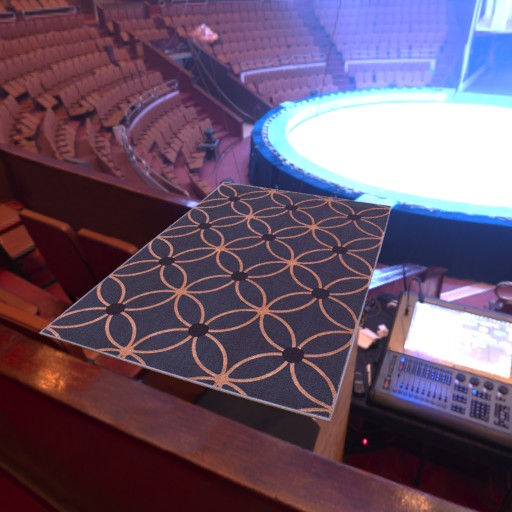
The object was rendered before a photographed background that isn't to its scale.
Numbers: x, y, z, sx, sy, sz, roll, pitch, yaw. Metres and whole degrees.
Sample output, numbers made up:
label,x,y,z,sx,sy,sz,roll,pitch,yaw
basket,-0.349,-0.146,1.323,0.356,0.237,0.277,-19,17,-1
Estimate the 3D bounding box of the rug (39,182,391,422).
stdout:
label,x,y,z,sx,sy,sz,roll,pitch,yaw
rug,0.000,0.000,2.942,1.522,0.008,2.284,11,32,18
